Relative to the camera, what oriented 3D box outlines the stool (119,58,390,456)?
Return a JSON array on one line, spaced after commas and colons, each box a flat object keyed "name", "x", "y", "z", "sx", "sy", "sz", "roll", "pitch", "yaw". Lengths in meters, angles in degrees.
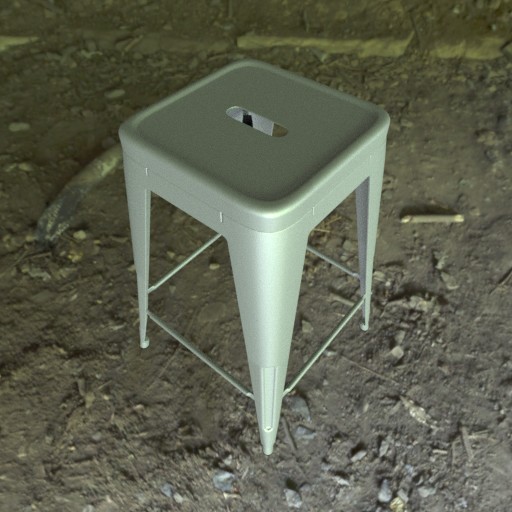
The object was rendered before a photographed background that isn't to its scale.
[{"name": "stool", "x": 0.000, "y": 0.000, "z": 0.876, "sx": 0.410, "sy": 0.608, "sz": 0.410, "roll": 32, "pitch": 56, "yaw": 25}]
